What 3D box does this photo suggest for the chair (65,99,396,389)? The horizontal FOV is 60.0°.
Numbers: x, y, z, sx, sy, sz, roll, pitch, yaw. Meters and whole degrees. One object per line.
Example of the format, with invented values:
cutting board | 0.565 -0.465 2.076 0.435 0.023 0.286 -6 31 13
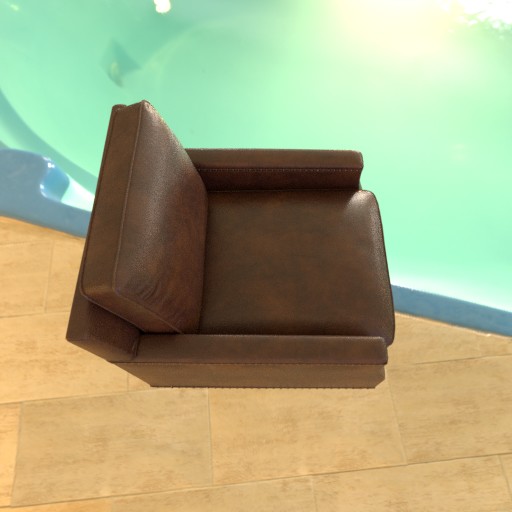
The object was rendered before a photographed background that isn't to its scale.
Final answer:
chair | 0.000 0.000 1.658 1.014 0.929 0.853 0 63 0
